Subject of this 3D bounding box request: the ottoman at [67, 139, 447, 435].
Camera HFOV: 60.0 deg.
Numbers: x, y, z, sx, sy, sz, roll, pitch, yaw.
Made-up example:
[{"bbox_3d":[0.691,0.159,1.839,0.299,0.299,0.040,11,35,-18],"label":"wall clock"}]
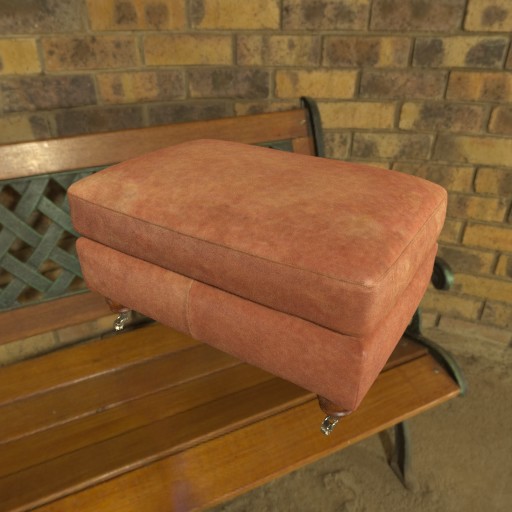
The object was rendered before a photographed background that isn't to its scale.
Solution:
[{"bbox_3d":[0.000,0.000,1.205,0.852,0.507,0.565,18,34,29],"label":"ottoman"}]
